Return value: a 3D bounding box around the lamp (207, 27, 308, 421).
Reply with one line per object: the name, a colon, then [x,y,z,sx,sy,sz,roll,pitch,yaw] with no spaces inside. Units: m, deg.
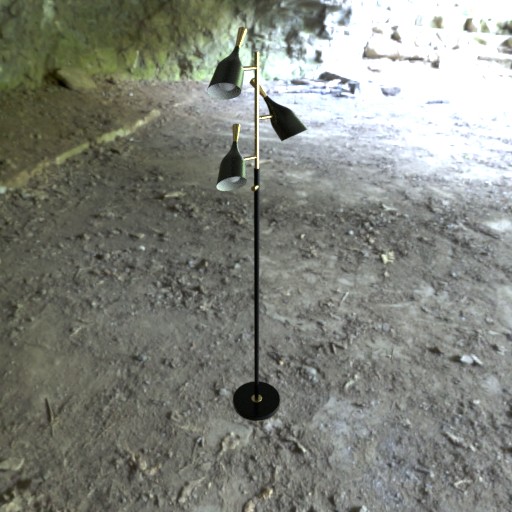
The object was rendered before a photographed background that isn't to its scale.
lamp: [0.000,0.000,1.937,0.434,1.778,0.253,-19,34,-31]
